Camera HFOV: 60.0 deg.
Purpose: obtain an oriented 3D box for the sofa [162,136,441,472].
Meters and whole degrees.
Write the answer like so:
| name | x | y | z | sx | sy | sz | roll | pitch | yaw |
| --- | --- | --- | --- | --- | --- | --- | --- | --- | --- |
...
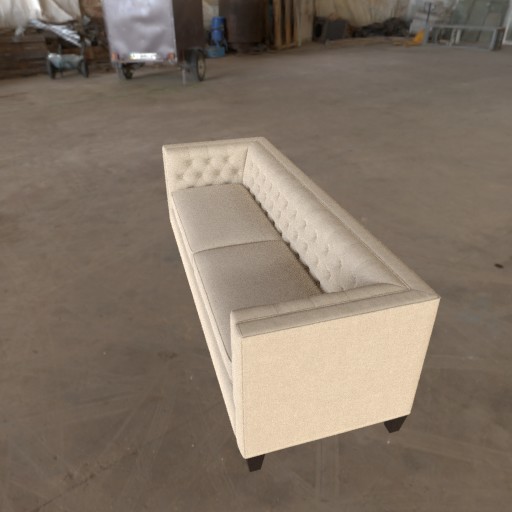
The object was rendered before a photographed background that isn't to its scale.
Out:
| name | x | y | z | sx | sy | sz | roll | pitch | yaw |
| --- | --- | --- | --- | --- | --- | --- | --- | --- | --- |
| sofa | 0.000 | 0.000 | 2.591 | 0.775 | 0.762 | 2.159 | -9 | 32 | -14 |
